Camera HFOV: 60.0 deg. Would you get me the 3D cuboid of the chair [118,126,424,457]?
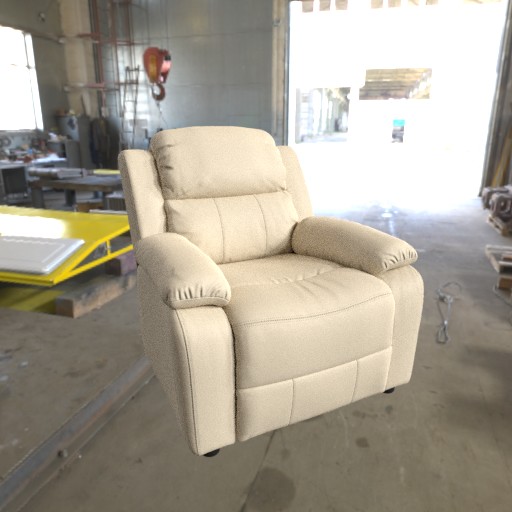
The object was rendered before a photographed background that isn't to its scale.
[{"bbox_3d":[0.000,0.000,1.254,0.680,0.702,0.709,-8,19,-26],"label":"chair"}]
